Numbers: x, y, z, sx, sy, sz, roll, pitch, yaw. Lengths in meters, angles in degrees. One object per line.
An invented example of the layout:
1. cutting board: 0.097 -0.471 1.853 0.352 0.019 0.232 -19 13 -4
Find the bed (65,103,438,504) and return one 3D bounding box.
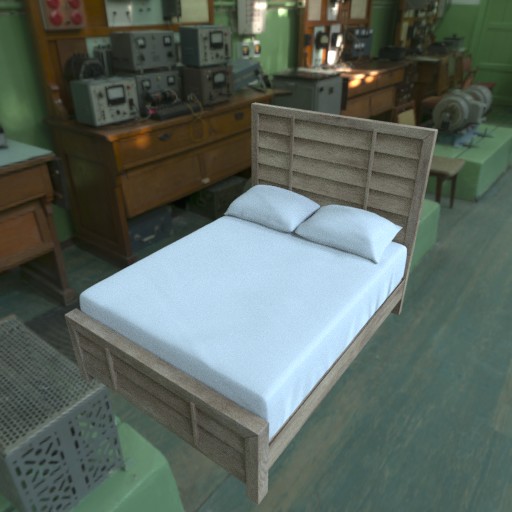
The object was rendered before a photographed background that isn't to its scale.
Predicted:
1. bed: 0.000 0.000 3.227 1.626 1.626 2.197 20 36 31
